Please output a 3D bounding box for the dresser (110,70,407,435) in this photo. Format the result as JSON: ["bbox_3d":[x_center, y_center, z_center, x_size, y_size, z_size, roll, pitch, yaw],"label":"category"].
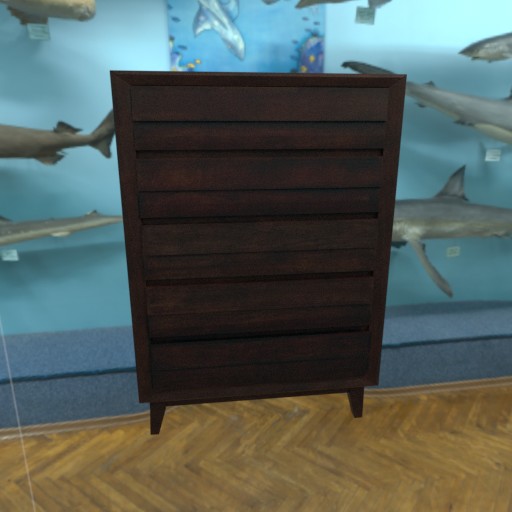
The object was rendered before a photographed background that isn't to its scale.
[{"bbox_3d":[0.000,0.000,2.028,1.072,1.514,0.506,-2,17,-7],"label":"dresser"}]
